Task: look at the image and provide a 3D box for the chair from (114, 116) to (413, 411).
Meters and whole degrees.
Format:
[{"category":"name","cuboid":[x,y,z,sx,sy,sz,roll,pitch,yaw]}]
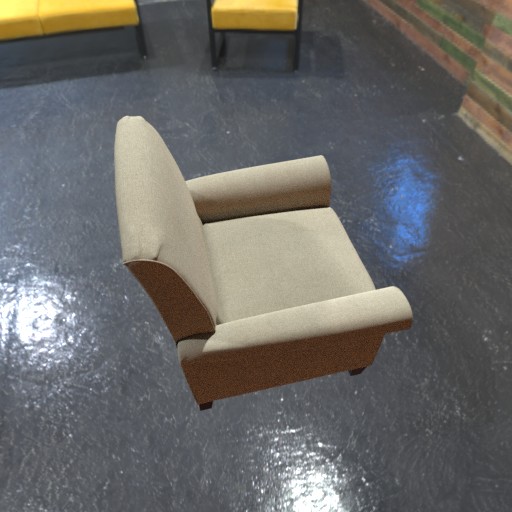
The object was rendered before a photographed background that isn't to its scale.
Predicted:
[{"category":"chair","cuboid":[0.000,0.000,1.811,0.905,1.061,0.978,-10,48,-9]}]
